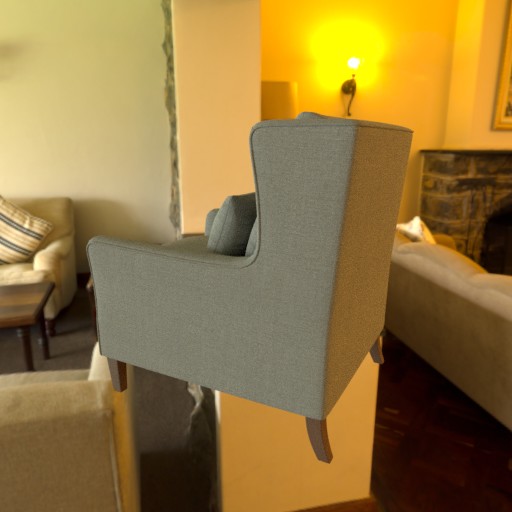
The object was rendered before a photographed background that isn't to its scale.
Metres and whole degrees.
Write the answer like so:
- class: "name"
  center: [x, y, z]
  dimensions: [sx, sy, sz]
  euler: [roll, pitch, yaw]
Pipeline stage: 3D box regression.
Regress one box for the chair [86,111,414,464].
- class: "chair"
  center: [0.000, 0.000, 1.784]
  dimensions: [1.040, 1.056, 0.866]
  euler: [7, 16, 27]
